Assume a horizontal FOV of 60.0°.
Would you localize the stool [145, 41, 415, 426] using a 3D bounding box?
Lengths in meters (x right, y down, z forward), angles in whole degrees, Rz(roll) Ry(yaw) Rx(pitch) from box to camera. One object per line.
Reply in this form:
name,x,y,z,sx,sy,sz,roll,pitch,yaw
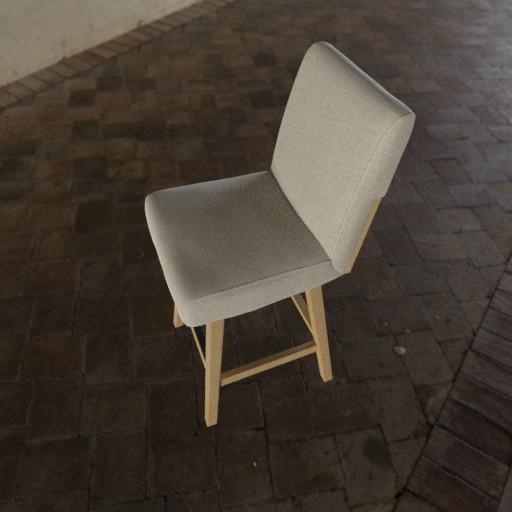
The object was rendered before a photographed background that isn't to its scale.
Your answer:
stool,0.000,0.000,1.289,0.543,1.015,0.446,-16,50,-14
